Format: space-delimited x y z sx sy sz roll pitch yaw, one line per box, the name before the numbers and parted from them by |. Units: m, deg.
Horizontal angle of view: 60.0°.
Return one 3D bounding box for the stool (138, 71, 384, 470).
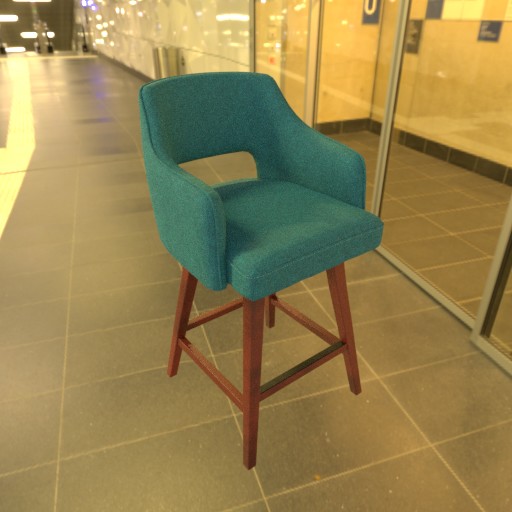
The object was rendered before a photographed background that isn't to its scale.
stool | 0.000 0.000 1.309 0.548 0.961 0.556 -20 35 -33
